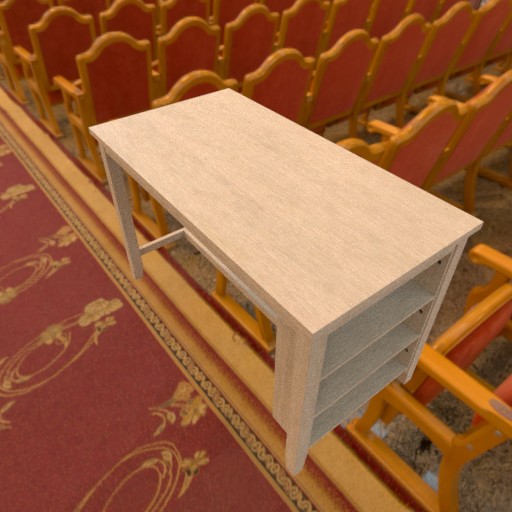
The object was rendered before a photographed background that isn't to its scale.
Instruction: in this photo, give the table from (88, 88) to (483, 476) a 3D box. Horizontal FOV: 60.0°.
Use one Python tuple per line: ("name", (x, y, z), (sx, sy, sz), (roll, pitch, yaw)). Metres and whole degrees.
("table", (0.000, 0.000, 1.929), (0.729, 0.874, 1.397), (-27, 48, -27))
